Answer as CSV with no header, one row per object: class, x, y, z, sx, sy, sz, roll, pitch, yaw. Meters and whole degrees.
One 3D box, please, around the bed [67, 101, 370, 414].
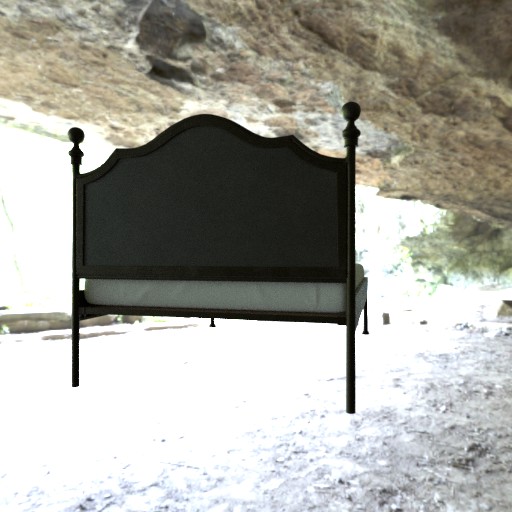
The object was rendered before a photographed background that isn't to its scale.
bed,0.000,0.000,3.367,1.642,1.499,2.224,0,0,16
